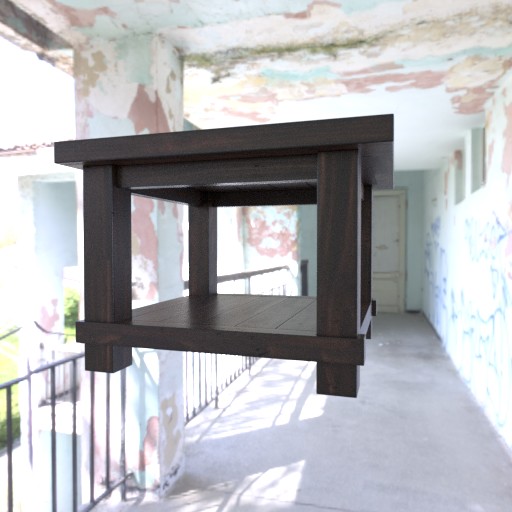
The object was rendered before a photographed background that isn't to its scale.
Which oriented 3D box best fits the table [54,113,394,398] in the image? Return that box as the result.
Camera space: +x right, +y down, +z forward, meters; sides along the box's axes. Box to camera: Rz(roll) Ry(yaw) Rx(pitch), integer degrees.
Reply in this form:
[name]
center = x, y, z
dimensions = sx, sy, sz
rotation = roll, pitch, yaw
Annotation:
[table]
center = 0.000, 0.000, 1.024
dimensions = 0.606, 0.437, 0.593
rotation = 0, 2, 17
